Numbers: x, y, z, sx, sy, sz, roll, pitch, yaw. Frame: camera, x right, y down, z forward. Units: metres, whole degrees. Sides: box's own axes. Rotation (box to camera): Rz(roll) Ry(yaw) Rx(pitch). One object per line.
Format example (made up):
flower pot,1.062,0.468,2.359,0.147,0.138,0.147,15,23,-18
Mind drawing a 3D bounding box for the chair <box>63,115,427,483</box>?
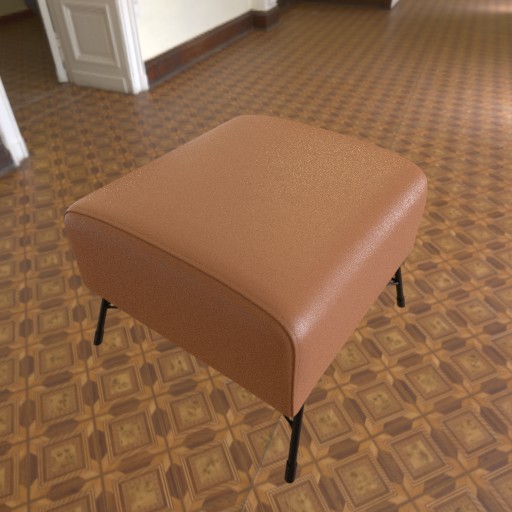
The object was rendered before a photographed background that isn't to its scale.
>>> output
chair,0.000,0.000,0.914,0.530,0.410,0.530,25,46,27
